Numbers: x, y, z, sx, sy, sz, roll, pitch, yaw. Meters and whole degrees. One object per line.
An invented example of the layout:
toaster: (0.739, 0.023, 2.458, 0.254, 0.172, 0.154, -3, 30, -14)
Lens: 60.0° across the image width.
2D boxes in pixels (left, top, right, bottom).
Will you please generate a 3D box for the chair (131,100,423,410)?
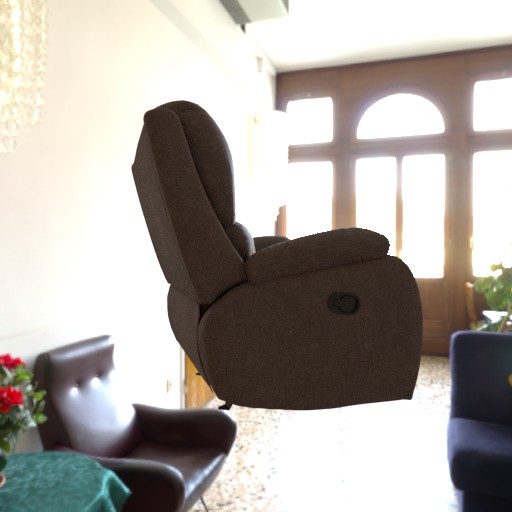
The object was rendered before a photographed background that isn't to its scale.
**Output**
chair: (0.000, 0.000, 1.726, 0.899, 1.011, 0.930, 0, 1, -18)
